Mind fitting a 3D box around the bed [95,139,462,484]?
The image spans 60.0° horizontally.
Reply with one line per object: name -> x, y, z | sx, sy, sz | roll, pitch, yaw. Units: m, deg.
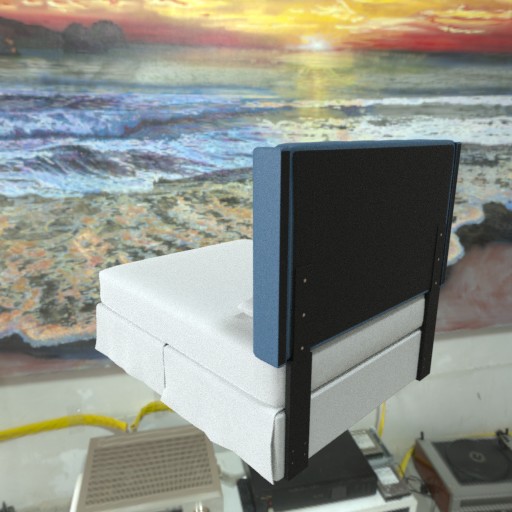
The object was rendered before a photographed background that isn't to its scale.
bed -> 0.000, 0.000, 3.244 | 1.719, 1.665, 2.078 | -14, 21, -41
